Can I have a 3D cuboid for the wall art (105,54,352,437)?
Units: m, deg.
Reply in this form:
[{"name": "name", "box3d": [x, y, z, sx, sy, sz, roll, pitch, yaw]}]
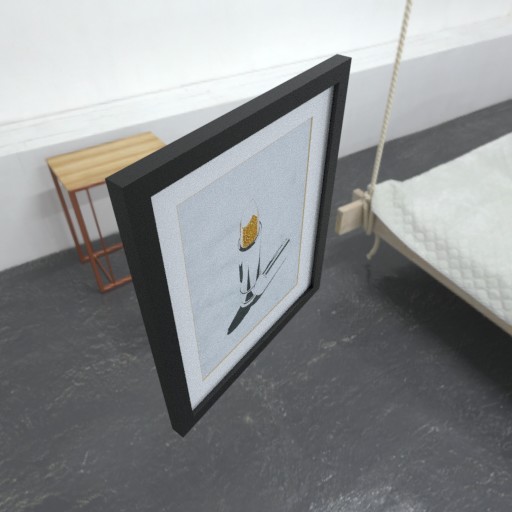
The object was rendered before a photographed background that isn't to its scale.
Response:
[{"name": "wall art", "box3d": [0.000, 0.000, 0.539, 0.019, 0.381, 0.330, 28, 49, 27]}]
